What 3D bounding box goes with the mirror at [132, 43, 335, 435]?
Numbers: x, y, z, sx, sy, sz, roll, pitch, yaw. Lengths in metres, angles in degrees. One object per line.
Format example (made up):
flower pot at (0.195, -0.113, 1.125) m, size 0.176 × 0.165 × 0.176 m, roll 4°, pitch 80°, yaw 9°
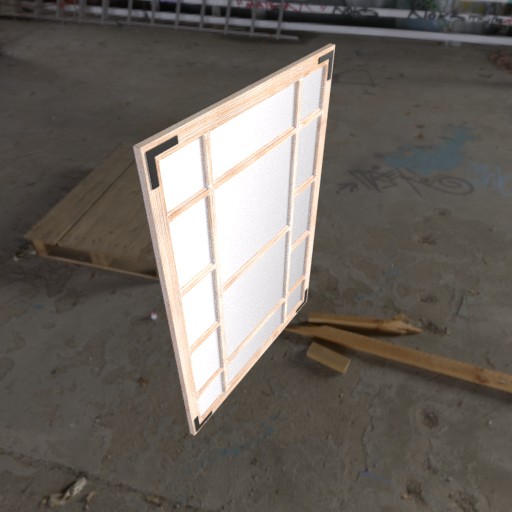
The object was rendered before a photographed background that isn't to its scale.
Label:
mirror at (0.000, 0.000, 1.291) m, size 0.025 × 0.996 × 0.705 m, roll 25°, pitch 47°, yaw 26°
